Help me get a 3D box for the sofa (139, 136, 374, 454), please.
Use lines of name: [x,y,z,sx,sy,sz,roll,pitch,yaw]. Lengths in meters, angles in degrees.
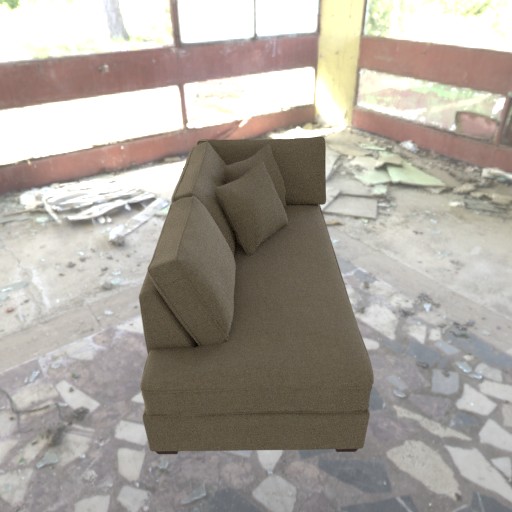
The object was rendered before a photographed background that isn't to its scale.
sofa: [0.000,0.000,2.869,1.110,1.019,2.238,0,32,0]
